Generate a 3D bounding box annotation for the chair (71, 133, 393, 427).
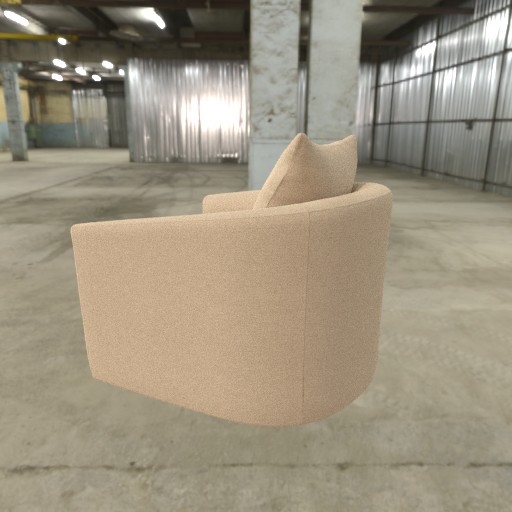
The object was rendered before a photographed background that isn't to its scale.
[{"bbox_3d":[0.000,0.000,1.592,0.910,0.848,0.845,7,17,25],"label":"chair"}]
